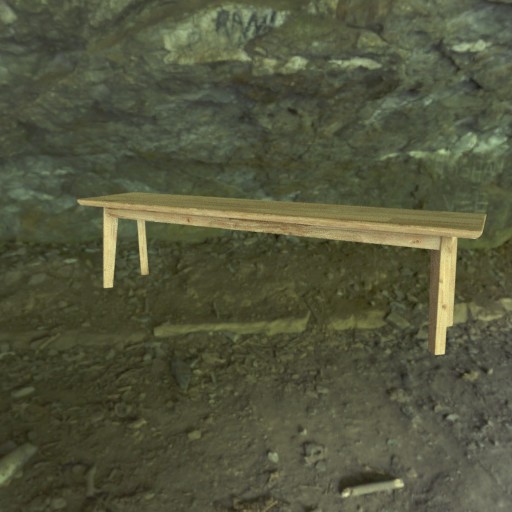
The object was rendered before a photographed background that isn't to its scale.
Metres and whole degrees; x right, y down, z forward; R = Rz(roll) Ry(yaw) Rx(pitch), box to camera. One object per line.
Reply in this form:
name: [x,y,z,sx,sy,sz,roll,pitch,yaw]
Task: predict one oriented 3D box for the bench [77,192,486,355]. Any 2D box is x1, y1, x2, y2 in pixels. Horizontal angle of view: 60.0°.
bench: [0.000,0.000,1.892,1.698,0.431,0.378,7,16,27]
